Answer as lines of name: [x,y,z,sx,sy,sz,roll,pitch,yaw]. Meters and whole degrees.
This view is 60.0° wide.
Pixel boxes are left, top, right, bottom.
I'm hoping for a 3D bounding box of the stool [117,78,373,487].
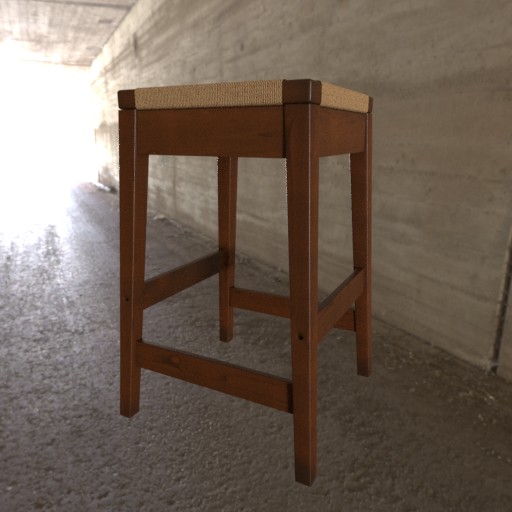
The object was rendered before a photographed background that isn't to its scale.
stool: [0.000,0.000,1.100,0.507,0.762,0.497,8,17,27]
